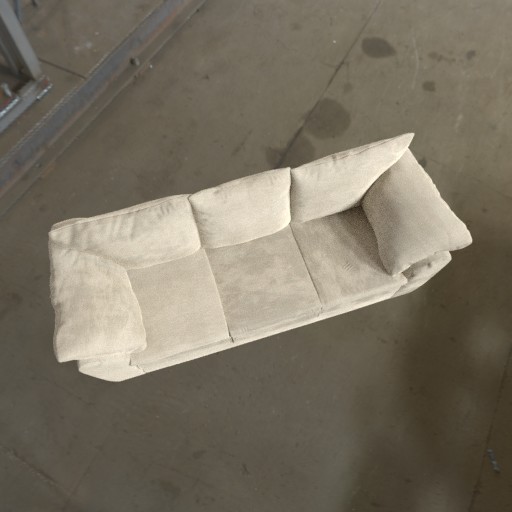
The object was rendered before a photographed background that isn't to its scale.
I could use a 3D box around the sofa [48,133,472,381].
[{"bbox_3d":[0.000,0.000,2.813,2.377,0.981,0.893,-16,63,-8],"label":"sofa"}]
